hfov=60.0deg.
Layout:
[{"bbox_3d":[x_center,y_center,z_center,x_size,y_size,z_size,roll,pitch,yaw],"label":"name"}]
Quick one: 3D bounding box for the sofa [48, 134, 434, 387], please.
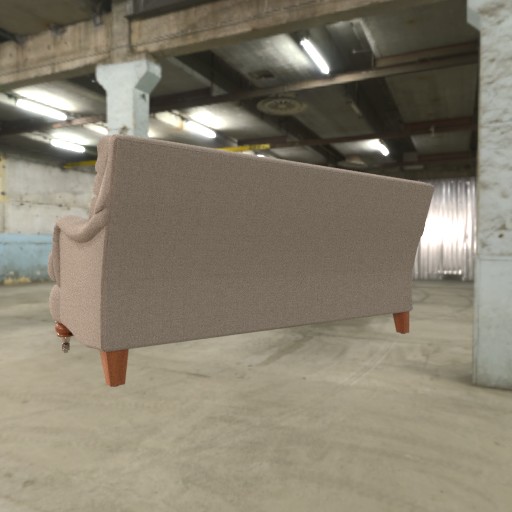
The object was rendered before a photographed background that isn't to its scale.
[{"bbox_3d":[0.000,0.000,2.676,2.160,1.054,1.087,0,1,-37],"label":"sofa"}]
